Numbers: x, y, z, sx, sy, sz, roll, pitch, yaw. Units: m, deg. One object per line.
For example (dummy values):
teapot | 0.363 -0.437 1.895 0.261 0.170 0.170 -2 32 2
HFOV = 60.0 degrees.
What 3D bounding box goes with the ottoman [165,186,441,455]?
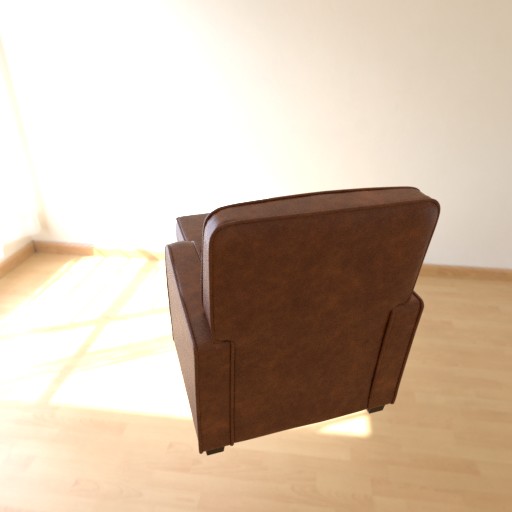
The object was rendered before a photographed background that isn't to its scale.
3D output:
ottoman | 0.000 0.000 1.827 0.732 0.904 1.314 -8 28 -16
